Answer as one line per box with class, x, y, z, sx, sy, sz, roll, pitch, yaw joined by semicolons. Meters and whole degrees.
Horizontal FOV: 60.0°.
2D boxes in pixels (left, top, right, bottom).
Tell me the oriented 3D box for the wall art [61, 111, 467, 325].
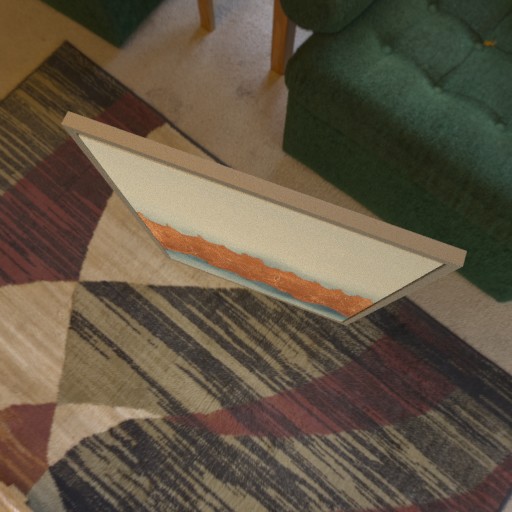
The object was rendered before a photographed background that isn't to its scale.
wall art;0.000;0.000;1.323;0.789;1.042;0.034;20;76;5
